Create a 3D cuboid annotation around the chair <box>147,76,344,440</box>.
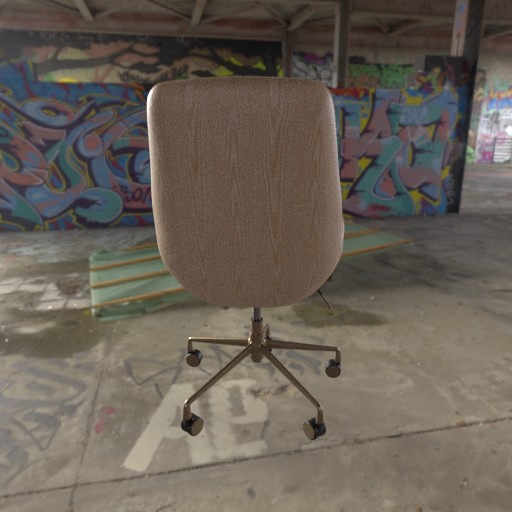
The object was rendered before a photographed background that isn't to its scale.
[{"bbox_3d":[0.000,0.000,1.348,0.564,0.952,0.668,2,16,8],"label":"chair"}]
